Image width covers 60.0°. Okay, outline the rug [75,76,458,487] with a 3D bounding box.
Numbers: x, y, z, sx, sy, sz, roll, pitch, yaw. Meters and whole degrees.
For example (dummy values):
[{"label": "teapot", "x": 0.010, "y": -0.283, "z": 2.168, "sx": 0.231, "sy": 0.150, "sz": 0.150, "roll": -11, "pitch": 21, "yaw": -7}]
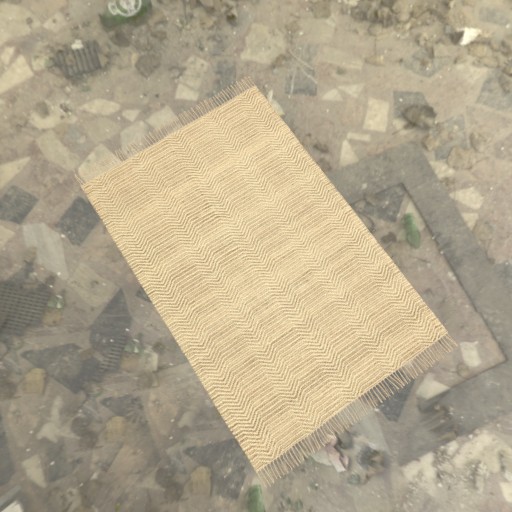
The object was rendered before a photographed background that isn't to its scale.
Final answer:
[{"label": "rug", "x": 0.000, "y": 0.000, "z": 2.459, "sx": 1.224, "sy": 0.027, "sz": 2.021, "roll": -33, "pitch": 77, "yaw": -9}]
